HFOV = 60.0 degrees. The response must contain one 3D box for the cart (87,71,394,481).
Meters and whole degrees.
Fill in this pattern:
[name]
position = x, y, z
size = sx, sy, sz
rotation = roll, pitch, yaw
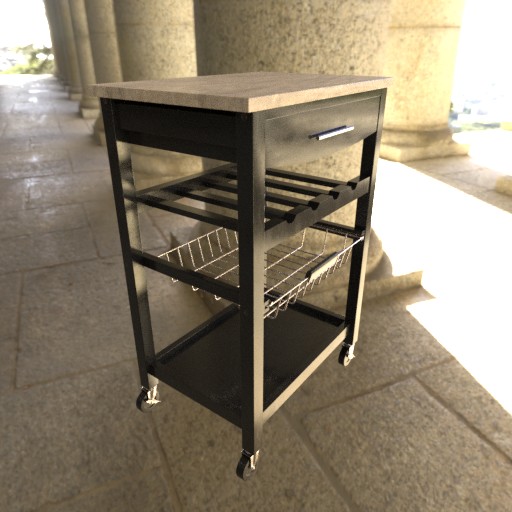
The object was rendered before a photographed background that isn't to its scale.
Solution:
[cart]
position = 0.000, 0.000, 1.138
size = 0.403, 0.839, 0.584
rotation = 18, 31, 33
